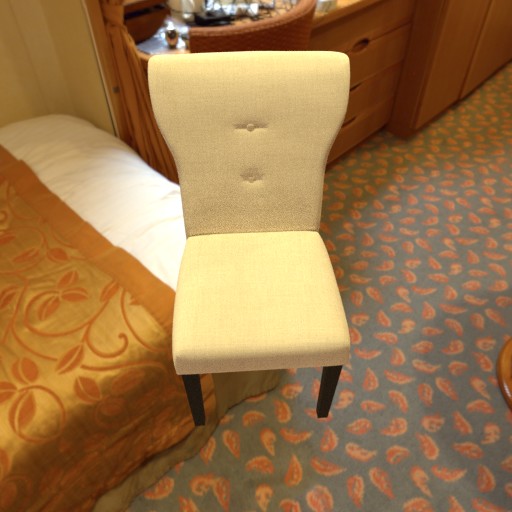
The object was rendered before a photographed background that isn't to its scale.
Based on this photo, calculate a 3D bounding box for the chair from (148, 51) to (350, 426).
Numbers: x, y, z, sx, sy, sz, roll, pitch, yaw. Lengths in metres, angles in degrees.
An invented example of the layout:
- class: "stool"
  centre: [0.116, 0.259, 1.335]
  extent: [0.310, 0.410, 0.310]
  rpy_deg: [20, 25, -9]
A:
- class: "chair"
  centre: [0.000, 0.000, 1.257]
  extent: [0.509, 0.921, 0.597]
  rpy_deg: [-3, 45, -3]
